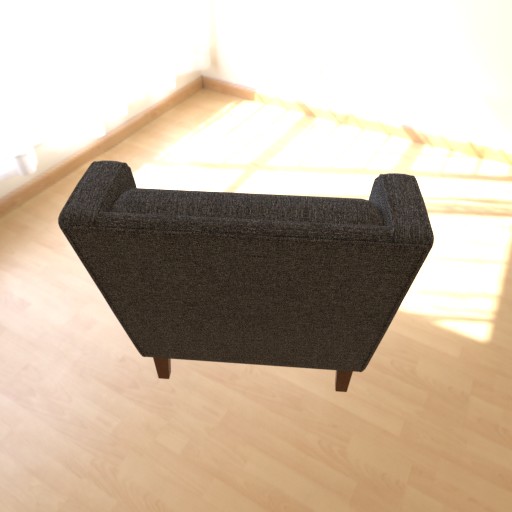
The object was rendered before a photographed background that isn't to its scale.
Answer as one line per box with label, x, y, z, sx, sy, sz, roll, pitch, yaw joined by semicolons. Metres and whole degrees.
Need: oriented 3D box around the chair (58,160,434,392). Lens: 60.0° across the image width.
chair;0.000;0.000;1.771;0.942;1.082;0.927;3;44;3
